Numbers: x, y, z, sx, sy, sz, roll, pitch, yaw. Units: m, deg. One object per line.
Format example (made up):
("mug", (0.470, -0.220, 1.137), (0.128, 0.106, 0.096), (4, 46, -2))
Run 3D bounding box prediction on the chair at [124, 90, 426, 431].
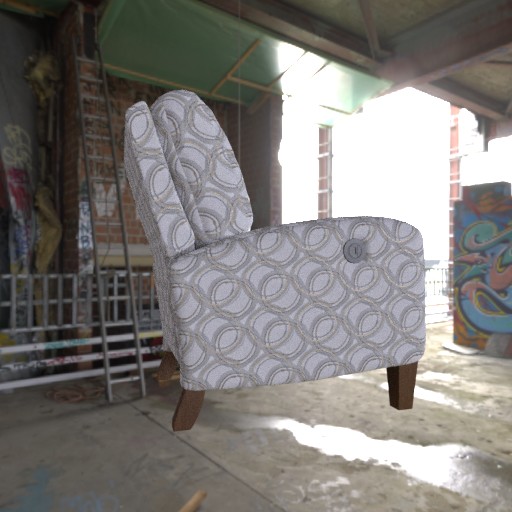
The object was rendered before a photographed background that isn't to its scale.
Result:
("chair", (0.000, 0.000, 1.746), (0.995, 1.065, 0.796), (0, 0, -17))
